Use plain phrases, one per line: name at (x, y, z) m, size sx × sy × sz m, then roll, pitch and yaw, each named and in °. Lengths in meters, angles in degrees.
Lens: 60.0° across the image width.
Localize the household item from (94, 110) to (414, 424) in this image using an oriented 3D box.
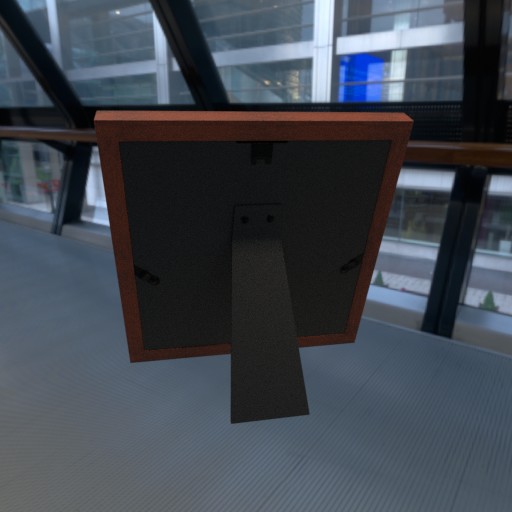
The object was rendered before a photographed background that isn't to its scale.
household item at (0.000, 0.000, 0.389) m, size 0.240 × 0.240 × 0.131 m, roll -3°, pitch 16°, yaw -10°
